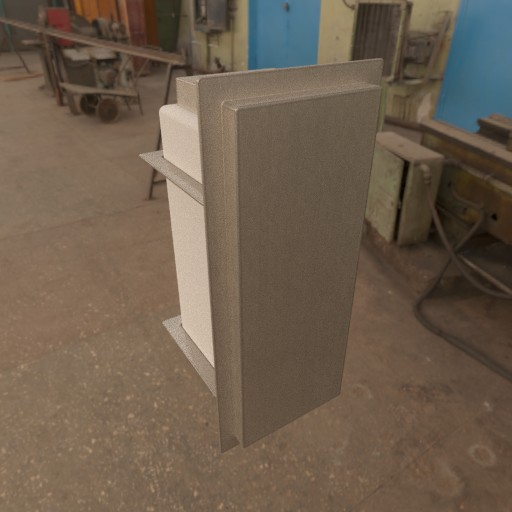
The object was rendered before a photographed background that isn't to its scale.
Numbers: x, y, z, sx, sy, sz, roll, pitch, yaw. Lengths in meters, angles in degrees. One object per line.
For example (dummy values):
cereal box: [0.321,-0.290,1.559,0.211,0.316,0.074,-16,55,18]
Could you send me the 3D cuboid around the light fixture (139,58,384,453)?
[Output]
light fixture: [0.000,0.000,0.462,0.168,0.380,0.160,-18,36,-28]
